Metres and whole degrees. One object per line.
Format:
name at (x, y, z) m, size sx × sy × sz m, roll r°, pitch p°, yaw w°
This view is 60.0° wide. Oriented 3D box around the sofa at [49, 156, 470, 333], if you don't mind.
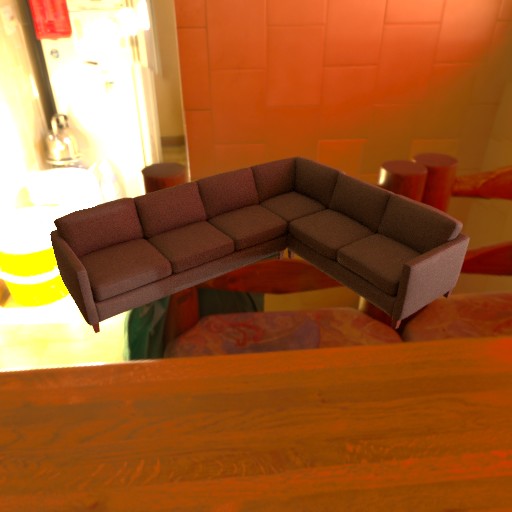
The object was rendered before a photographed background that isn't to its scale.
sofa at (0.000, 0.000, 4.447) m, size 3.302 × 0.947 × 2.593 m, roll -21°, pitch 37°, yaw -30°
